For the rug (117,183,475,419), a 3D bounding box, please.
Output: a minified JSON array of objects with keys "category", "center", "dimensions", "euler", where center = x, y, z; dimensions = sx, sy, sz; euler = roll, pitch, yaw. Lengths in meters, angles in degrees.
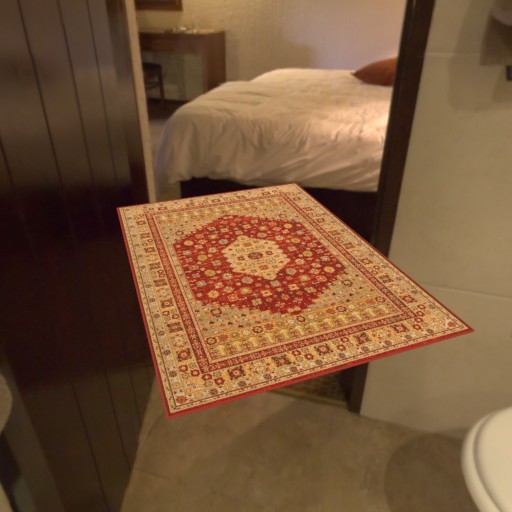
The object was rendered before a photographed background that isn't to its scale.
[{"category":"rug","center":[0.000,0.000,2.944],"dimensions":[1.593,0.013,2.211],"euler":[-11,32,-17]}]
